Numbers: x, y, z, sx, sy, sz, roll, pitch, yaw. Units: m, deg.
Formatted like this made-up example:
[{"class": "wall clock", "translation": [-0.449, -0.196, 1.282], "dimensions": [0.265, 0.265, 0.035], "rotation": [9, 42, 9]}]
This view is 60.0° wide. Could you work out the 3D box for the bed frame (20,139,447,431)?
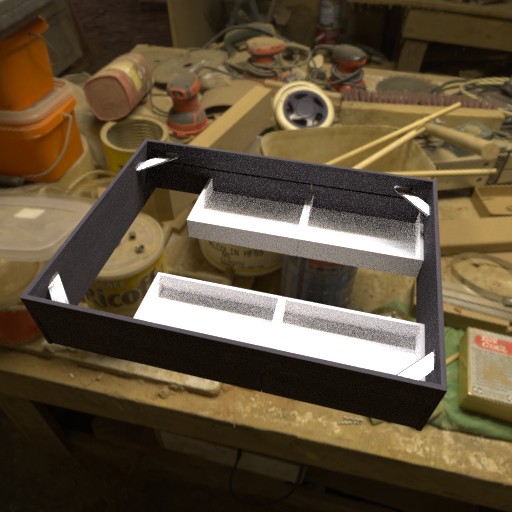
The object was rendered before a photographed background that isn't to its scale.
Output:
[{"class": "bed frame", "translation": [0.000, 0.000, 2.566], "dimensions": [1.944, 0.459, 1.448], "rotation": [10, 47, 10]}]
